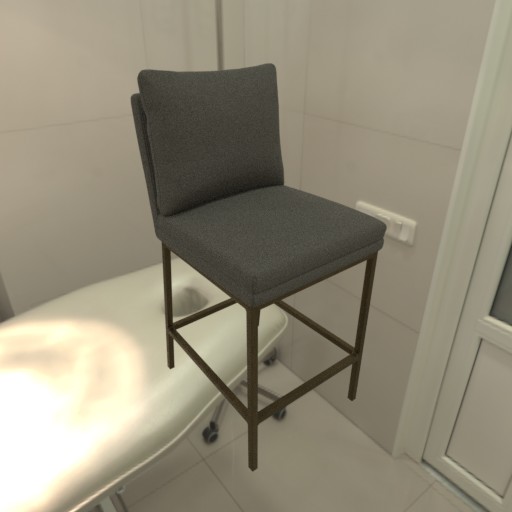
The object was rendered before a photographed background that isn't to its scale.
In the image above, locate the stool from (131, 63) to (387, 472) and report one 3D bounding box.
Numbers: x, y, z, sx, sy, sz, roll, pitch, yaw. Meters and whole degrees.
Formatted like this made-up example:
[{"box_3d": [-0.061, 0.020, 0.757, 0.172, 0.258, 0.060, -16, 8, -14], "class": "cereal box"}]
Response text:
[{"box_3d": [0.000, 0.000, 1.324, 0.463, 1.030, 0.569, -21, 35, -33], "class": "stool"}]
